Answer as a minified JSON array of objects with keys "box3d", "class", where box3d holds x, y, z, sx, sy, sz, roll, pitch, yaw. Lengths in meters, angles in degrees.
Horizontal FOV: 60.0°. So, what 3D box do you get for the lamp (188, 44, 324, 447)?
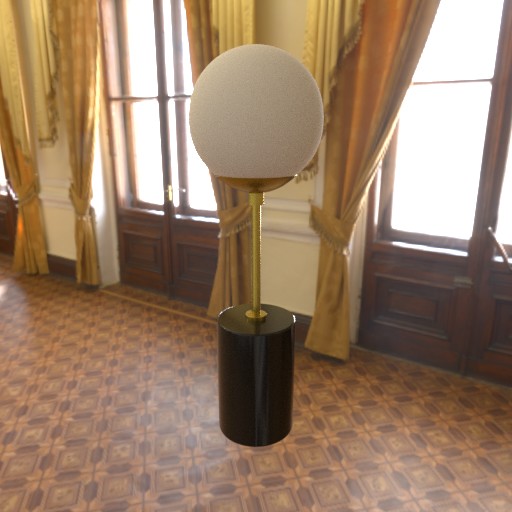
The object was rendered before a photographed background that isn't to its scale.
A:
[{"box3d":[0.000,0.000,0.551,0.153,0.480,0.153,0,16,0],"class":"lamp"}]
